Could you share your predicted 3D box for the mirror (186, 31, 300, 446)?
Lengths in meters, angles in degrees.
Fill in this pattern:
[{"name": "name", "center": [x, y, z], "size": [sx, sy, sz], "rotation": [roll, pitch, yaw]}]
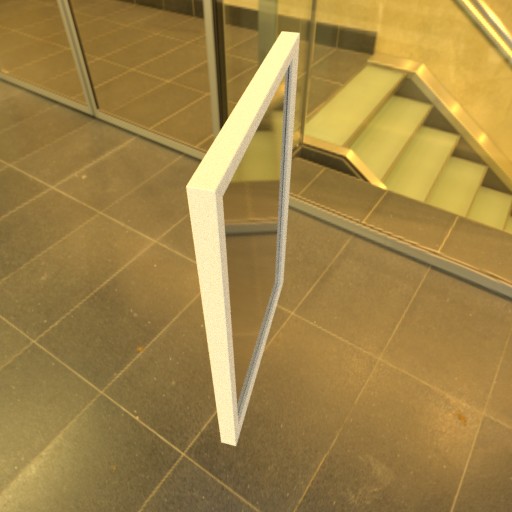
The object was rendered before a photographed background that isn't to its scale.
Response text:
[{"name": "mirror", "center": [0.000, 0.000, 0.919], "size": [0.040, 0.710, 0.507], "rotation": [10, 46, 10]}]
